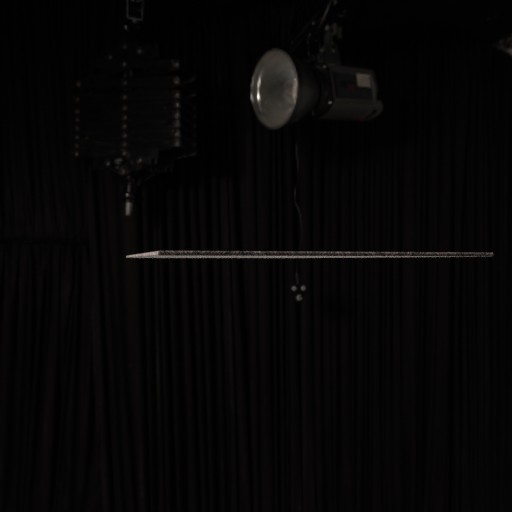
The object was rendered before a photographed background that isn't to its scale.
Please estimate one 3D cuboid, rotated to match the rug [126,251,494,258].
[{"bbox_3d":[0.000,0.000,2.855,1.501,0.017,2.298,0,0,-19],"label":"rug"}]
